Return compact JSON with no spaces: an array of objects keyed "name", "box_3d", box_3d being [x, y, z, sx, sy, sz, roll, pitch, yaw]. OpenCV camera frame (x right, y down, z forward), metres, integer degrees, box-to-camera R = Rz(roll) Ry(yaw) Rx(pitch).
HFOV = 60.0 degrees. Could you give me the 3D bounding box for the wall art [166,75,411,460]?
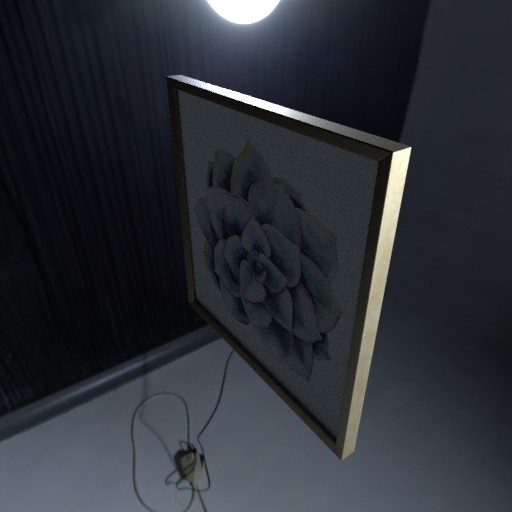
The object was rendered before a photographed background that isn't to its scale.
[{"name":"wall art","box_3d":[0.000,0.000,0.753,0.030,0.506,0.503,-21,38,-30]}]
